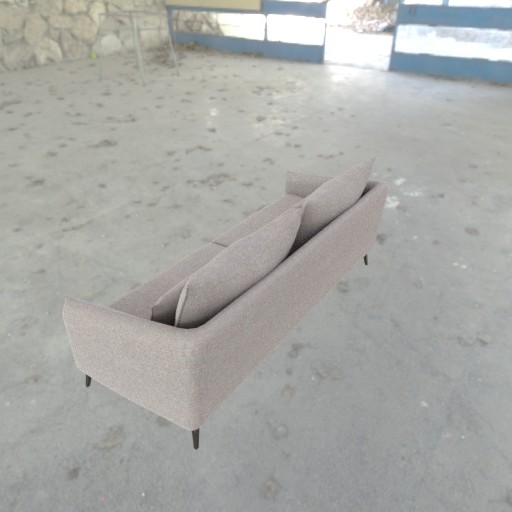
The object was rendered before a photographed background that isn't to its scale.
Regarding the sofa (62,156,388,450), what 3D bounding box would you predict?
[{"bbox_3d":[0.000,0.000,2.556,0.809,0.833,2.022,21,38,30],"label":"sofa"}]
